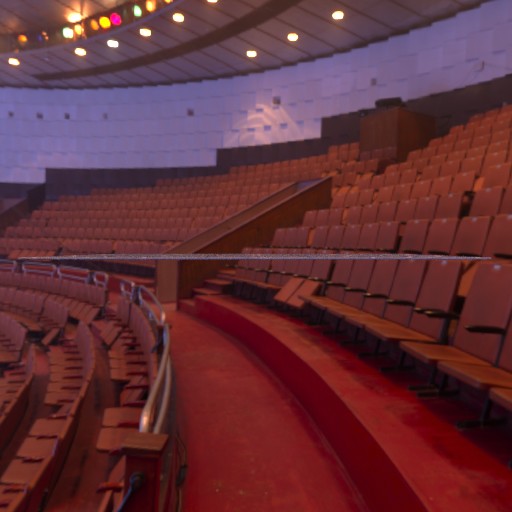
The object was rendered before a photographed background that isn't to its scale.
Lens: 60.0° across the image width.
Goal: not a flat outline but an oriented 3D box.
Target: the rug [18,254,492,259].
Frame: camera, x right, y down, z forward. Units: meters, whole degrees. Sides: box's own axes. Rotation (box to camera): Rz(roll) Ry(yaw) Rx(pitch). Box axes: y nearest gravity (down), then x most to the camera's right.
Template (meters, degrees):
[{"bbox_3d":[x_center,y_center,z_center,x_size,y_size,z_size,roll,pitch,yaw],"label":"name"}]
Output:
[{"bbox_3d":[0.000,0.000,2.881,2.284,0.008,1.522,0,1,-1],"label":"rug"}]
